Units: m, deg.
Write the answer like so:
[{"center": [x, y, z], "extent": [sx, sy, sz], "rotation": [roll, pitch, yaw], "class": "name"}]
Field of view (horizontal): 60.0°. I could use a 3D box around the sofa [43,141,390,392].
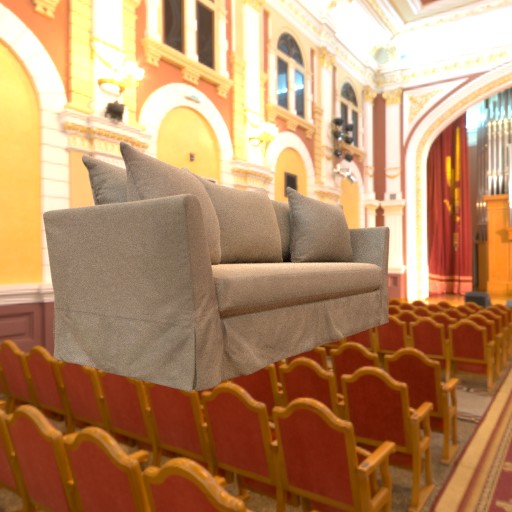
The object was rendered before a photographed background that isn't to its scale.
[{"center": [0.000, 0.000, 2.835], "extent": [1.031, 1.034, 2.290], "rotation": [0, 0, 35], "class": "sofa"}]
